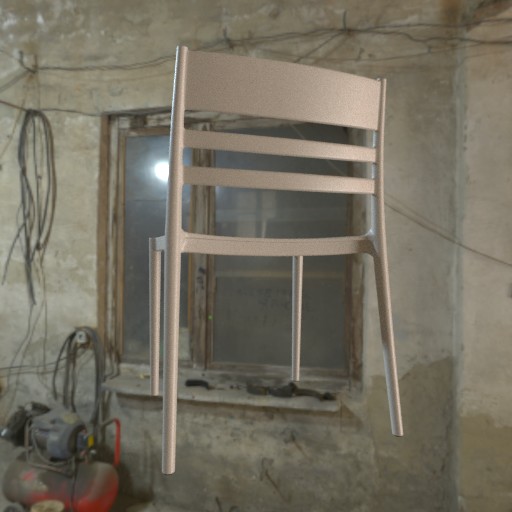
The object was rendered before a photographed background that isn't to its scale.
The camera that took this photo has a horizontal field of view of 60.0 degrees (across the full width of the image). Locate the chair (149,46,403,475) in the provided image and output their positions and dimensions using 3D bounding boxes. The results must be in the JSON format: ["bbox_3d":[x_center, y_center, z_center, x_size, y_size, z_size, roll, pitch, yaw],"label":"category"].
[{"bbox_3d":[0.000,0.000,1.119,0.531,0.800,0.511,0,0,-20],"label":"chair"}]
